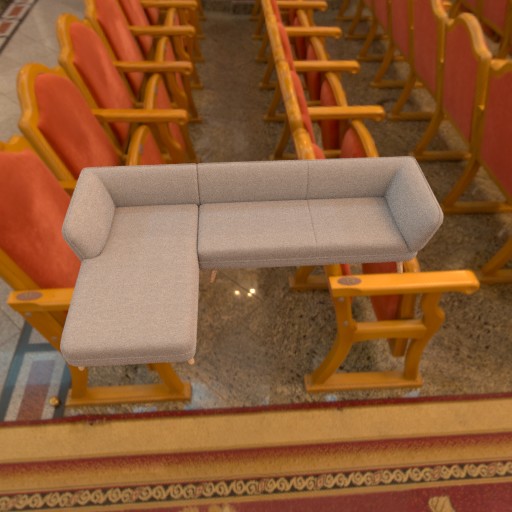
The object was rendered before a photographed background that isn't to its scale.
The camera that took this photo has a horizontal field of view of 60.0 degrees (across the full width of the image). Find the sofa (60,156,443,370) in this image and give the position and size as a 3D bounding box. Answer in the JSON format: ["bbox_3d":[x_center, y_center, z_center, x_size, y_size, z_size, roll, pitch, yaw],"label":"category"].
[{"bbox_3d":[0.000,0.000,3.245,2.653,0.693,1.532,-2,47,-2],"label":"sofa"}]
